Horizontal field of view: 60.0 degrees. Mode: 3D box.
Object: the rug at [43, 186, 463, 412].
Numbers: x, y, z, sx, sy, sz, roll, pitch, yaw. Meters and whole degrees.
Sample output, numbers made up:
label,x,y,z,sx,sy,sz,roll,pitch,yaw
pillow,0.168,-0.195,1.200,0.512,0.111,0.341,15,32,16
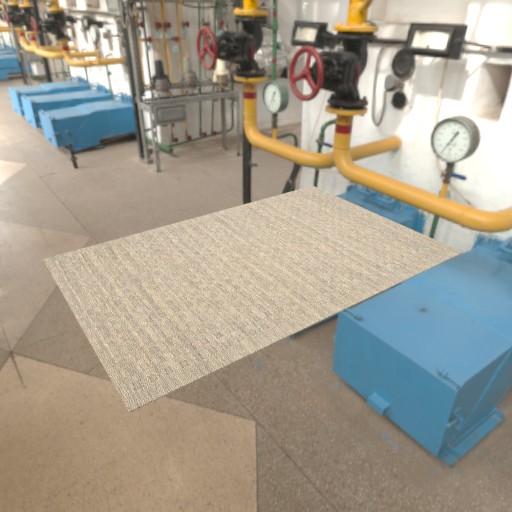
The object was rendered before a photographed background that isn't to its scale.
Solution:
label,x,y,z,sx,sy,sz,roll,pitch,yaw
rug,0.000,0.000,2.209,1.752,0.006,1.142,-19,35,-30
